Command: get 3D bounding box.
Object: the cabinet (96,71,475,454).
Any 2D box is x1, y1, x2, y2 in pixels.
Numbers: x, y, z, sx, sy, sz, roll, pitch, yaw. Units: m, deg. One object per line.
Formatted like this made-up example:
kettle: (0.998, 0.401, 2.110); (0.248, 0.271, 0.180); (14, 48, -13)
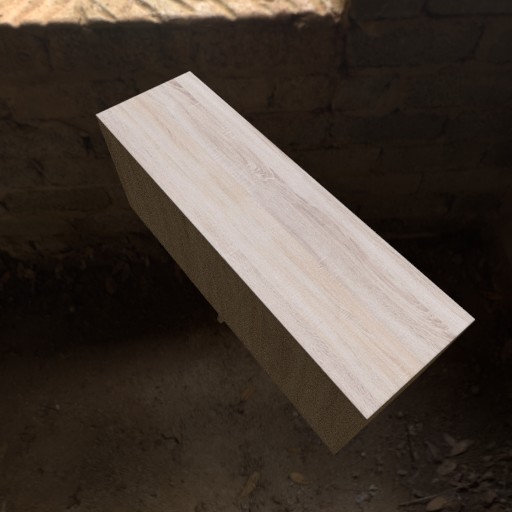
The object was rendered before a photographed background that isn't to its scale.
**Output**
cabinet: (0.000, 0.000, 2.023); (0.500, 0.780, 1.650); (-34, 64, -19)
